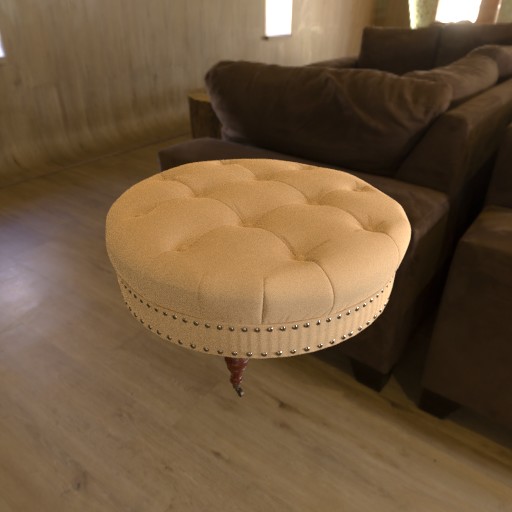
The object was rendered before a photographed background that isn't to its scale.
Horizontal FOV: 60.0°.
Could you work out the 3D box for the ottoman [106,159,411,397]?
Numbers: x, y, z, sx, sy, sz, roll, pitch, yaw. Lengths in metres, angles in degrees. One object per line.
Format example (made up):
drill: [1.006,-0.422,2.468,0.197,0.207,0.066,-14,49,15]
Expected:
ottoman: [0.000,0.000,1.414,0.901,0.439,0.901,0,30,0]
